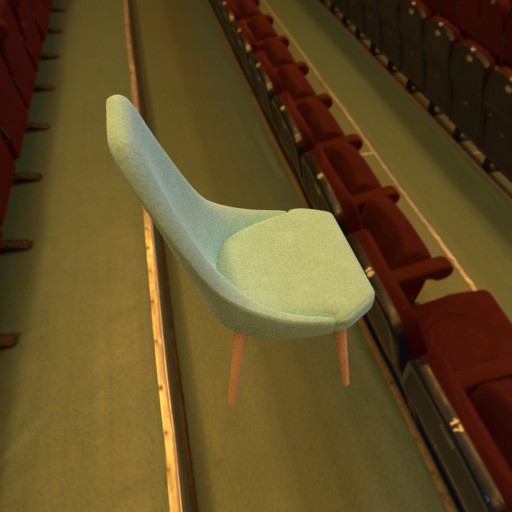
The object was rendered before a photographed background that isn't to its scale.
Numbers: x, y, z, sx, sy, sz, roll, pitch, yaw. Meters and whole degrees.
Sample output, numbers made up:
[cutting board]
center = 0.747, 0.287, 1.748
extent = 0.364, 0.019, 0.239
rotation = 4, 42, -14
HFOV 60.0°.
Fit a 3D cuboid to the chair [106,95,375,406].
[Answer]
[chair]
center = 0.000, 0.000, 1.372
extent = 0.660, 1.040, 0.510
rotation = -10, 48, -9
